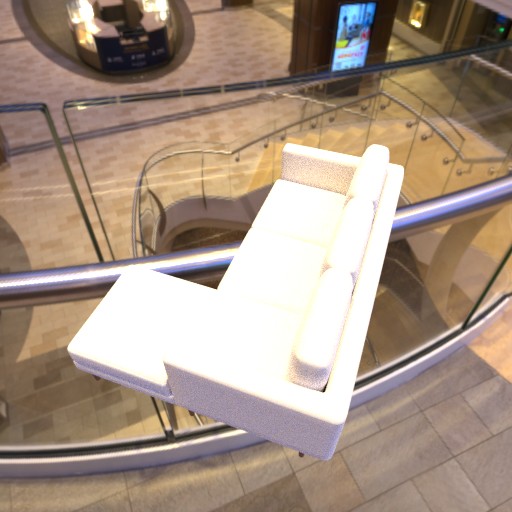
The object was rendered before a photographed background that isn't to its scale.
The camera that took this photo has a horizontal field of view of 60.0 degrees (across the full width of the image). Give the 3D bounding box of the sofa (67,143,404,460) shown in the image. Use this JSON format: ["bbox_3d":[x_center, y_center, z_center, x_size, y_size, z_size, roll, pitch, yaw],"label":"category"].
[{"bbox_3d":[0.000,0.000,2.936,1.580,0.899,2.029,15,49,14],"label":"sofa"}]
